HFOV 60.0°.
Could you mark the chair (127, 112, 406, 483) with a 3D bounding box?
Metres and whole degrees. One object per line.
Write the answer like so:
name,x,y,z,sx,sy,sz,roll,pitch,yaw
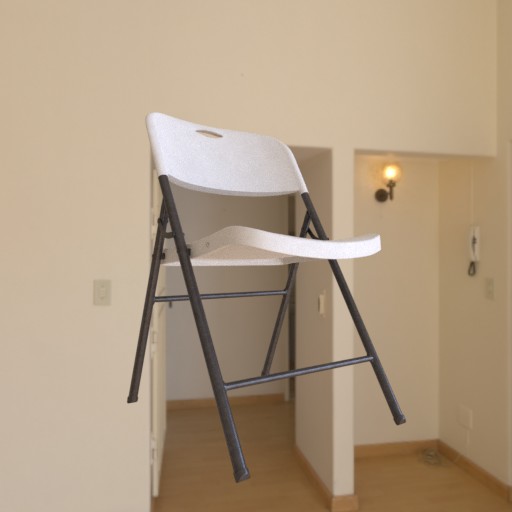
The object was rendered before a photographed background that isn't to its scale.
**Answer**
chair,0.000,0.000,1.153,0.494,0.810,0.566,0,-1,-36
